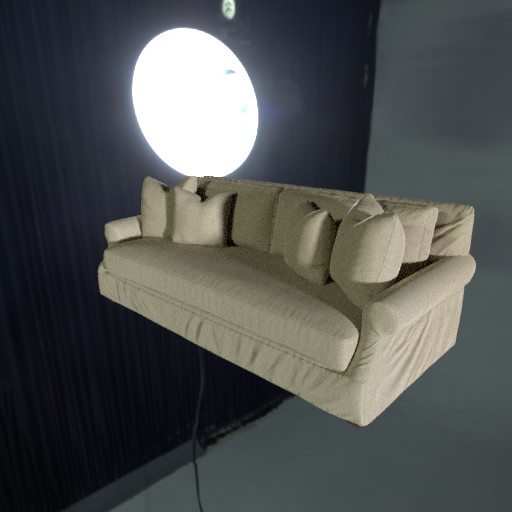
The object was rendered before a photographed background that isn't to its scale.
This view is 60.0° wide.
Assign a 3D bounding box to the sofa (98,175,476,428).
[{"bbox_3d":[0.000,0.000,2.755,2.285,0.904,1.067,15,22,41],"label":"sofa"}]
